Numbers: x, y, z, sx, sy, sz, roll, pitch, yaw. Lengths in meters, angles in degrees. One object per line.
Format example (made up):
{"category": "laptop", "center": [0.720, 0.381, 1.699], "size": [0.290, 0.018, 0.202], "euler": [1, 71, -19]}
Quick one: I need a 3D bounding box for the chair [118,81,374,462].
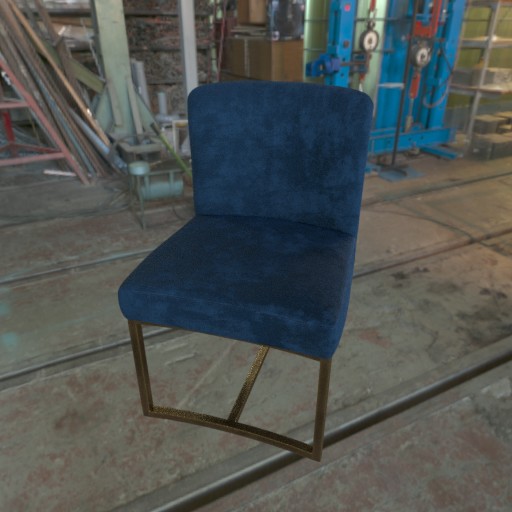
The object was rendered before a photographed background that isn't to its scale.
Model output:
{"category": "chair", "center": [0.000, 0.000, 1.190], "size": [0.530, 0.824, 0.560], "euler": [8, 29, 15]}
